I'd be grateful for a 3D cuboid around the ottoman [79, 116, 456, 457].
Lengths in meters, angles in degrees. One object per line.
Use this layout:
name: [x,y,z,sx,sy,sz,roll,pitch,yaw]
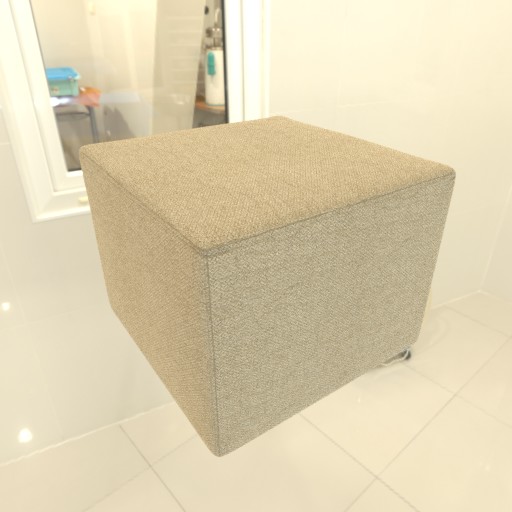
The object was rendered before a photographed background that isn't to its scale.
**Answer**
ottoman: [0.000,0.000,0.891,0.508,0.432,0.508,-19,35,-30]
